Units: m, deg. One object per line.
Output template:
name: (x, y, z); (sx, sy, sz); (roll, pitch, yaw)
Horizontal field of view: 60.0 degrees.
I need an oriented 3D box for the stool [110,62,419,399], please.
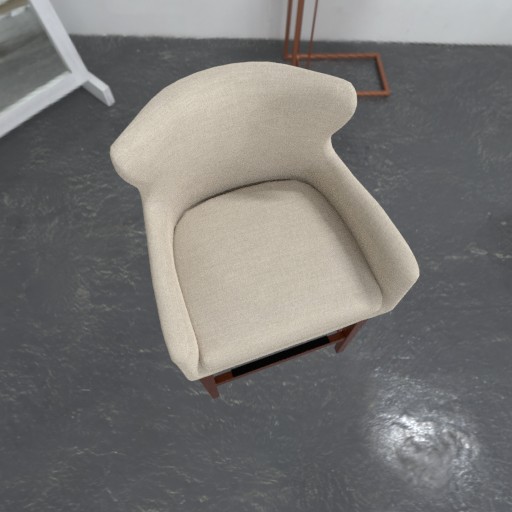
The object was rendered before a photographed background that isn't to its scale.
stool: (0.000, 0.000, 1.380); (0.615, 0.987, 0.637); (-18, 65, -9)
